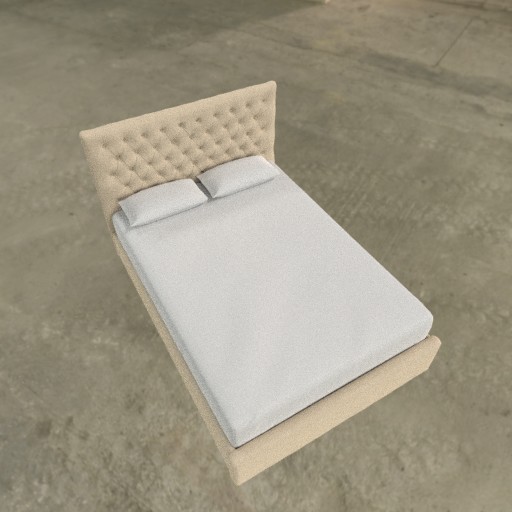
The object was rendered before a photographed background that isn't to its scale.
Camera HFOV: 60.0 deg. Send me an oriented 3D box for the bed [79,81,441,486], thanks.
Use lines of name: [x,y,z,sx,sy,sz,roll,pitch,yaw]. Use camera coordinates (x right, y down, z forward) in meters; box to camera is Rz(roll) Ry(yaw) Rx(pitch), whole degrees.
bed: [0.000,0.000,3.361,1.698,1.427,2.387,-23,51,-20]
